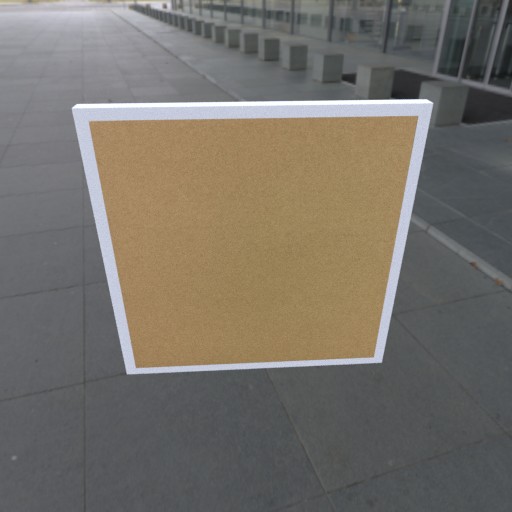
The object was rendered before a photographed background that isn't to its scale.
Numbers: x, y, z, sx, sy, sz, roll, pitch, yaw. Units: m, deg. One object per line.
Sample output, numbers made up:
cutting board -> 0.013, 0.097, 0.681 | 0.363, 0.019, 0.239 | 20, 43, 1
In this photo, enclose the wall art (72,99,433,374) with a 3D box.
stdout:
wall art -> 0.000, 0.000, 1.145 | 0.763, 0.761, 0.038 | -2, 31, -3
